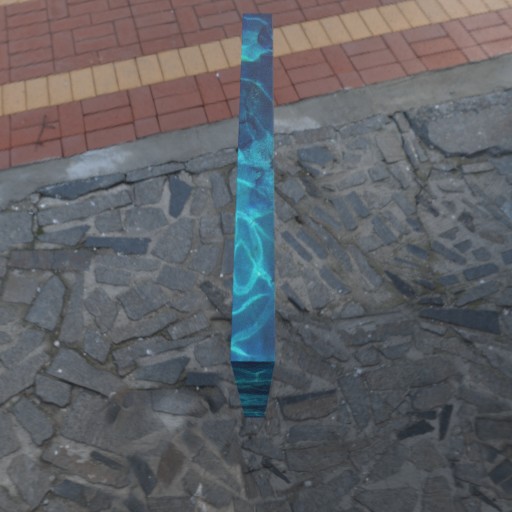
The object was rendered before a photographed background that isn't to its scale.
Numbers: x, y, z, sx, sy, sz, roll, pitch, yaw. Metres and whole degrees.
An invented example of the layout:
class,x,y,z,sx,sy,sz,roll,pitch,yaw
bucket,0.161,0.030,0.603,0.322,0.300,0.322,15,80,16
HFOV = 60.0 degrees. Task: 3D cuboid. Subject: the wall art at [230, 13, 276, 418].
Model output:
class,x,y,z,sx,sy,sz,roll,pitch,yaw
wall art,0.000,0.000,0.692,0.038,0.508,0.432,1,65,0
